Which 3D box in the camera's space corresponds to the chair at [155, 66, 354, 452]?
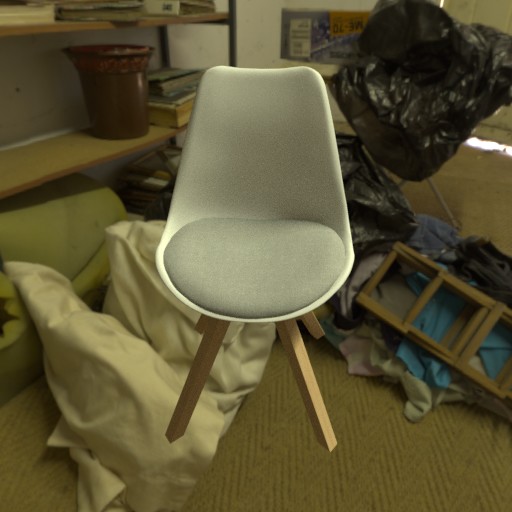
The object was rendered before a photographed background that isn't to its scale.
[{"bbox_3d":[0.000,0.000,1.155,0.485,0.850,0.550,2,31,3],"label":"chair"}]
